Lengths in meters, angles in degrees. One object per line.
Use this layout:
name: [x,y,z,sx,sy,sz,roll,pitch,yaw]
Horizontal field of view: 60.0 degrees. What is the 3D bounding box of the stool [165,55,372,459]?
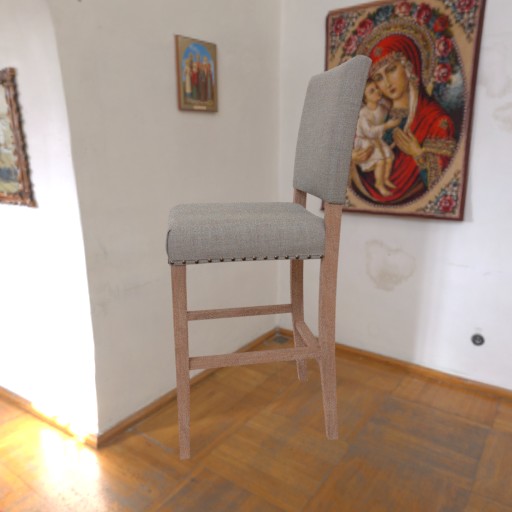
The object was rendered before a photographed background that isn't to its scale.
stool: [0.000,0.000,1.503,0.585,1.203,0.445,-2,15,-9]
